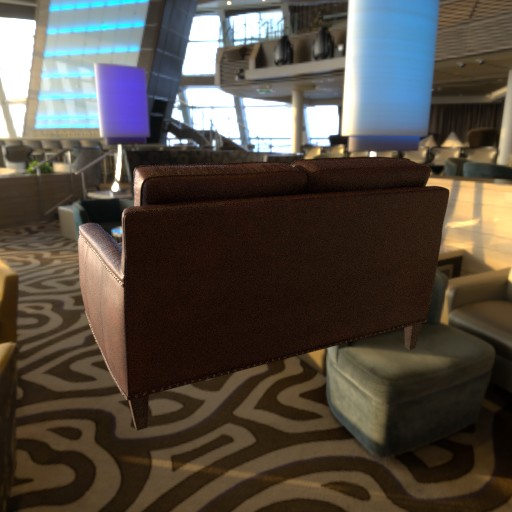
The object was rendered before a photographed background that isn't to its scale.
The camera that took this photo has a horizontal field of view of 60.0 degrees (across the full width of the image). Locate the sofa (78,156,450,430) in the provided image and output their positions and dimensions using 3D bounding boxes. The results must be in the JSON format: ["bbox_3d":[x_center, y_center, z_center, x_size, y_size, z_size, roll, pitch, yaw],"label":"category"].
[{"bbox_3d":[0.000,0.000,2.271,1.628,1.003,1.083,-8,17,-27],"label":"sofa"}]
